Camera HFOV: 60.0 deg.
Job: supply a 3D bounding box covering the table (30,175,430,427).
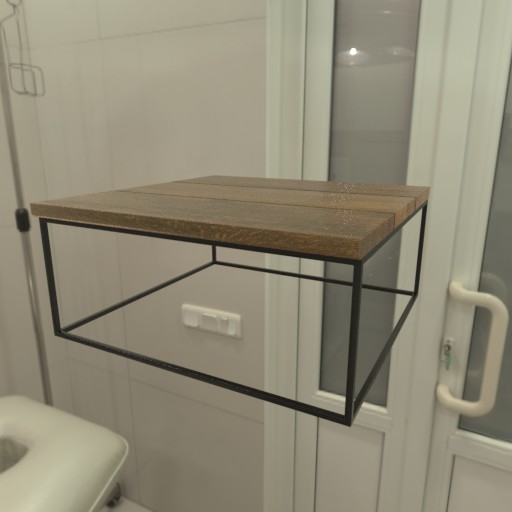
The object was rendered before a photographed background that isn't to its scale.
[{"bbox_3d":[0.000,0.000,1.425,0.900,0.400,0.900,8,18,27],"label":"table"}]
